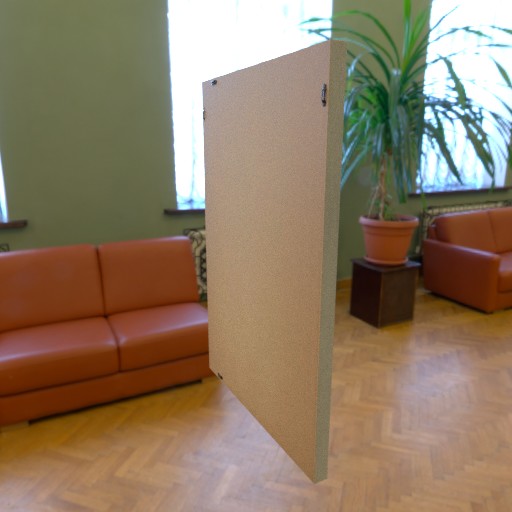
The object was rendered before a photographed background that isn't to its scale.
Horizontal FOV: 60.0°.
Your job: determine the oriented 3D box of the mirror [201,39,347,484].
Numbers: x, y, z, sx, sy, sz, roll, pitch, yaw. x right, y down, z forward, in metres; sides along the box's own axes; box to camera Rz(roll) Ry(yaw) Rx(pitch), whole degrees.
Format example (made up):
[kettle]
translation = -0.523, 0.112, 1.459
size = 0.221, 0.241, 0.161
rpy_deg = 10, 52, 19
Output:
[mirror]
translation = 0.000, 0.000, 1.148
size = 0.041, 0.915, 0.609
rpy_deg = -7, 16, -27
